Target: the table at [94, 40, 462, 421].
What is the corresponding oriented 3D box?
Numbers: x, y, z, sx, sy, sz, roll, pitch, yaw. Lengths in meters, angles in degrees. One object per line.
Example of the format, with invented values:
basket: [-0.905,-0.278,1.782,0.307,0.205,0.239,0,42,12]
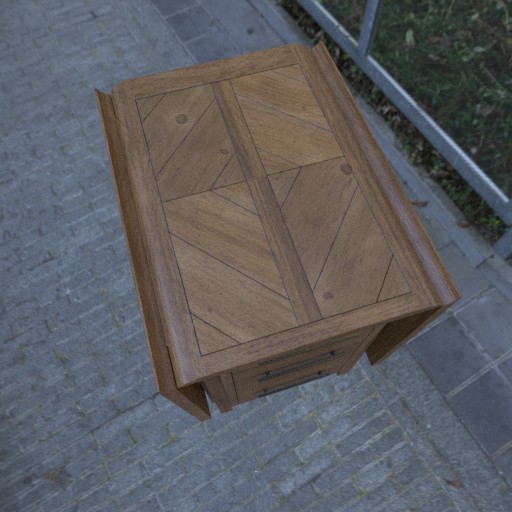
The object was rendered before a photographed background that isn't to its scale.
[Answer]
table: [0.000,0.000,1.295,0.591,0.763,0.746,-16,65,-7]
